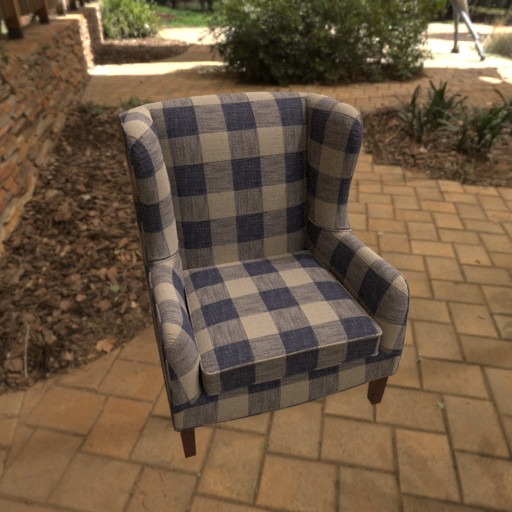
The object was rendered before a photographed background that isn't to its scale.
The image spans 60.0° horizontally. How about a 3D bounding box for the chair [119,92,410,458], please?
[{"bbox_3d":[0.000,0.000,1.693,0.830,1.041,0.889,-10,34,-15],"label":"chair"}]
